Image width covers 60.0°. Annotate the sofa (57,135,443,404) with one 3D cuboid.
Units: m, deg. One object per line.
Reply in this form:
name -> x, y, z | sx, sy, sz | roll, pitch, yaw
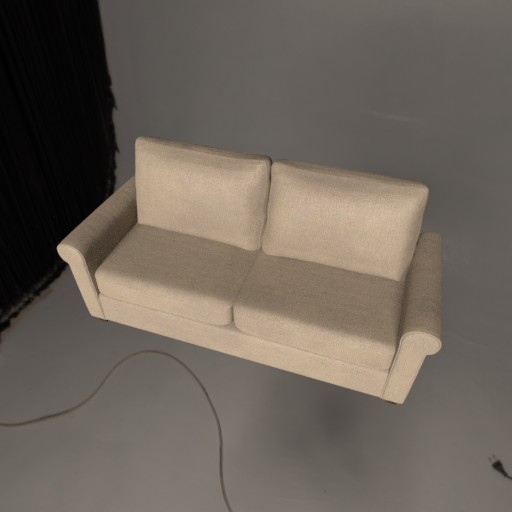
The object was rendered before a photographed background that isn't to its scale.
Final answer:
sofa -> 0.000, 0.000, 2.470 | 1.935, 0.942, 0.842 | 13, 43, 14
